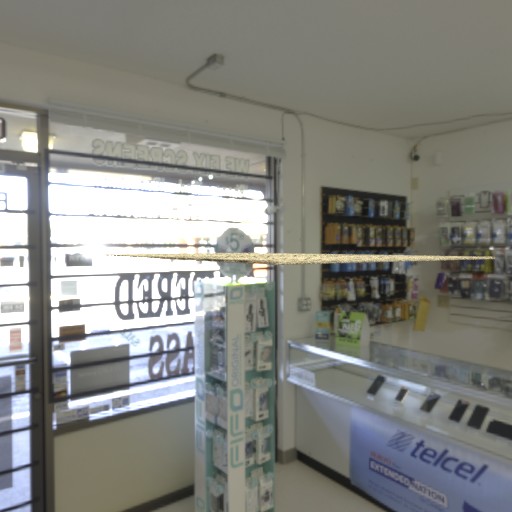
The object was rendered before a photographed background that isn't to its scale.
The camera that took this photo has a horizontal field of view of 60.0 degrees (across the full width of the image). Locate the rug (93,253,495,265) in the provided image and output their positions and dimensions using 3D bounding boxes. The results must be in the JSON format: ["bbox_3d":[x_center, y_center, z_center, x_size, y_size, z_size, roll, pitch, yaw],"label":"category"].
[{"bbox_3d":[0.000,0.000,3.019,1.530,0.012,2.444,-1,1,-35],"label":"rug"}]
